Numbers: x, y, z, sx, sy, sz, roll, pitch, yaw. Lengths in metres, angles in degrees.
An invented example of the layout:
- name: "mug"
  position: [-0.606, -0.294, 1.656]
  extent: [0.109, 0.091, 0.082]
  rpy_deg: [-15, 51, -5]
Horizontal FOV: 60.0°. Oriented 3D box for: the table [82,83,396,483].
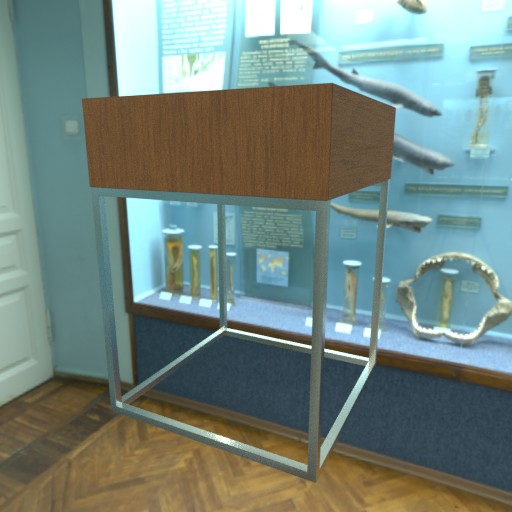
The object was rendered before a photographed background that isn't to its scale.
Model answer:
- name: "table"
  position: [0.000, 0.000, 0.828]
  extent: [0.398, 0.540, 0.397]
  rpy_deg: [7, 16, 26]
